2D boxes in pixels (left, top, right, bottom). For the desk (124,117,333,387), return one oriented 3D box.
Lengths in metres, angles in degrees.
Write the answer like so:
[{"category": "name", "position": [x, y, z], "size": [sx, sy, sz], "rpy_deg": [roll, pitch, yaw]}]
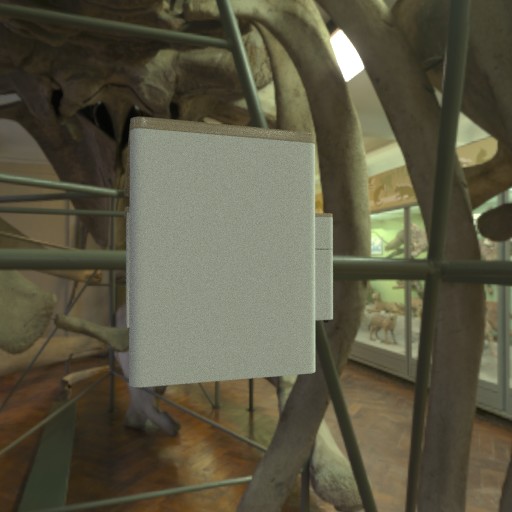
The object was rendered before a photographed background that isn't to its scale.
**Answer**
[{"category": "desk", "position": [0.000, 0.000, 2.085], "size": [1.175, 0.770, 1.400], "rpy_deg": [0, -1, -17]}]
